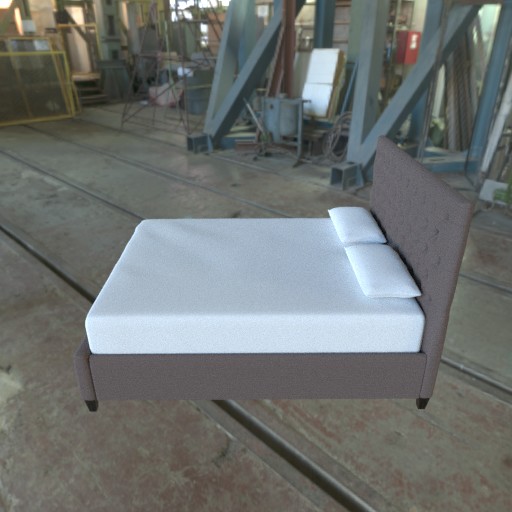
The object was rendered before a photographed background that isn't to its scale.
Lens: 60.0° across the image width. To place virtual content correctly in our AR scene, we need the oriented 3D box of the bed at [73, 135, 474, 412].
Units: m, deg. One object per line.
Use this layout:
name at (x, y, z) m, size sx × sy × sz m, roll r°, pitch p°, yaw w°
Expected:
bed at (0.000, 0.000, 3.281) m, size 2.233 × 1.426 × 1.696 m, roll 0°, pitch 27°, yaw -1°
